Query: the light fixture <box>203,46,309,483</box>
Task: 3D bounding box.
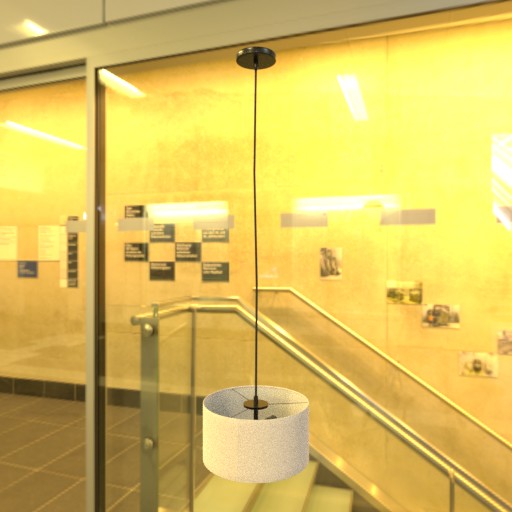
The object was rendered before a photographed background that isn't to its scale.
[{"bbox_3d":[0.000,0.000,1.677,0.399,1.516,0.399,0,0,0],"label":"light fixture"}]
